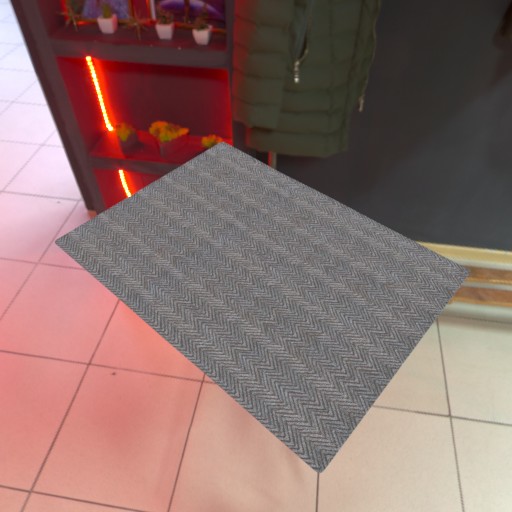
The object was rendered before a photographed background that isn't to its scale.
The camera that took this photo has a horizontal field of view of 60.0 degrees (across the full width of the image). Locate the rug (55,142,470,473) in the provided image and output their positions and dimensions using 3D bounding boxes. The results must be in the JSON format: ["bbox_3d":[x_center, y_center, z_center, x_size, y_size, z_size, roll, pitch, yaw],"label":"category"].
[{"bbox_3d":[0.000,0.000,5.180,3.957,0.011,2.894,33,55,27],"label":"rug"}]
